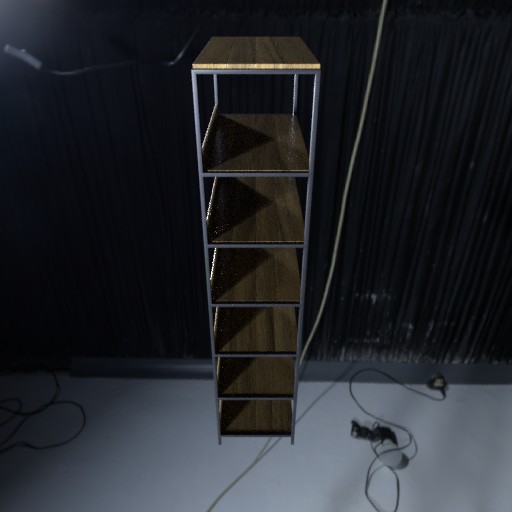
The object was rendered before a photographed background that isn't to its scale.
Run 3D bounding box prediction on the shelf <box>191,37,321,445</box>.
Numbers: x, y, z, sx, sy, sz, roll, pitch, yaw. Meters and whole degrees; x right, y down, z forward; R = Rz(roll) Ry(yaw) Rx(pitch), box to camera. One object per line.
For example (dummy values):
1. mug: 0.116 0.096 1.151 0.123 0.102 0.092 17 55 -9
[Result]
1. shelf: 0.000 0.000 2.353 0.431 2.015 0.847 0 32 0
